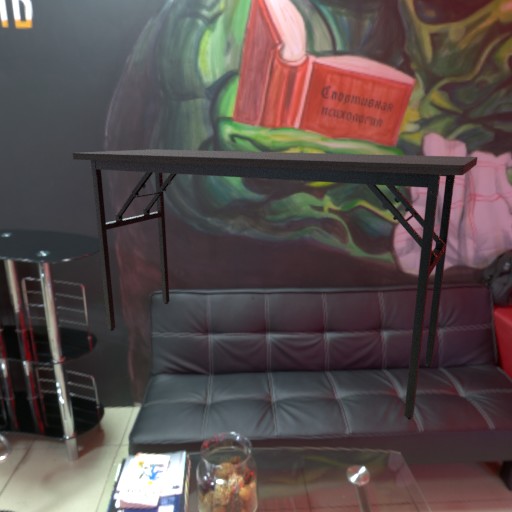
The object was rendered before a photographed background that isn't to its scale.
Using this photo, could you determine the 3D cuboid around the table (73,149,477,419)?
[{"bbox_3d":[0.000,0.000,1.683,1.399,0.750,0.449,9,18,28],"label":"table"}]
